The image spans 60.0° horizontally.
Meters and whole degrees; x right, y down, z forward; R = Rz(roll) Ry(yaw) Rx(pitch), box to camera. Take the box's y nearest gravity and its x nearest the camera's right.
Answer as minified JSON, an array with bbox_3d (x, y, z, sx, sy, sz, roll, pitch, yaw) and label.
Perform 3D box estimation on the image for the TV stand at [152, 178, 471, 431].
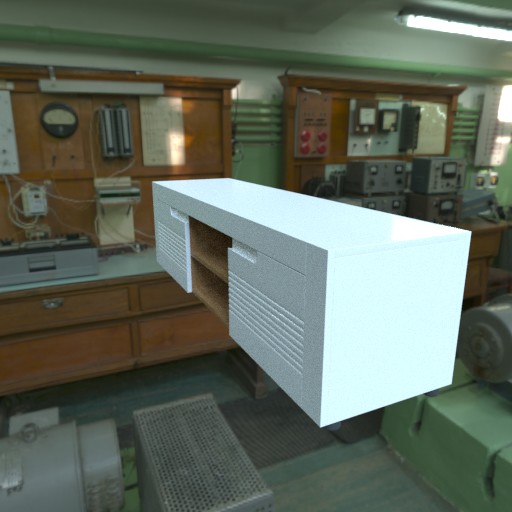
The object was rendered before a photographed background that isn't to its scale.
[{"bbox_3d":[0.000,0.000,1.676,0.410,0.440,1.500,-7,17,-25],"label":"TV stand"}]
